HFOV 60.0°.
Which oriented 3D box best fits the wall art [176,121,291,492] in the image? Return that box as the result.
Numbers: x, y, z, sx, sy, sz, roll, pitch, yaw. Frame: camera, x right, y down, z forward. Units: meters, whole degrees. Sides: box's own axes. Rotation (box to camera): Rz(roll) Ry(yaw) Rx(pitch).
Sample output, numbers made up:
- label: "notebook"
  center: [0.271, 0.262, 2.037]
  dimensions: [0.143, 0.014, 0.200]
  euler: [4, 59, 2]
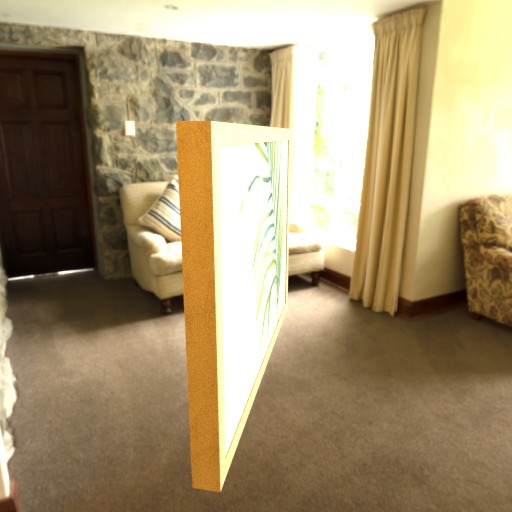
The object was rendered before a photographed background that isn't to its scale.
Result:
- label: "wall art"
  center: [0.000, 0.000, 0.678]
  dimensions: [0.032, 0.380, 0.532]
  euler: [3, 16, 11]
